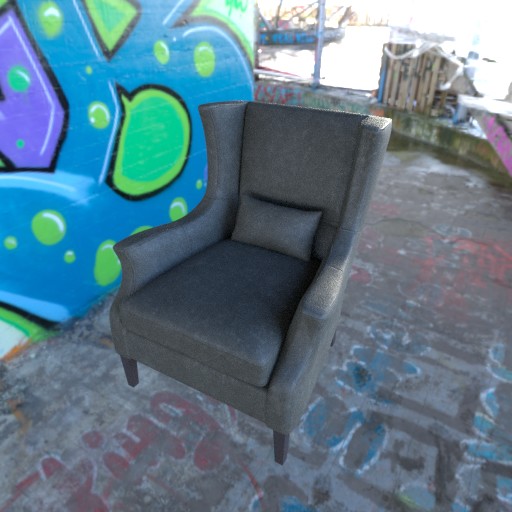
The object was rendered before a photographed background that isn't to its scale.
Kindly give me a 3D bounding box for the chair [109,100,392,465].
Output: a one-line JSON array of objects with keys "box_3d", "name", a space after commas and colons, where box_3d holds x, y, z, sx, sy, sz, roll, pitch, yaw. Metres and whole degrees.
[{"box_3d": [0.000, 0.000, 1.738, 0.853, 1.016, 0.926, 17, 34, 26], "name": "chair"}]
